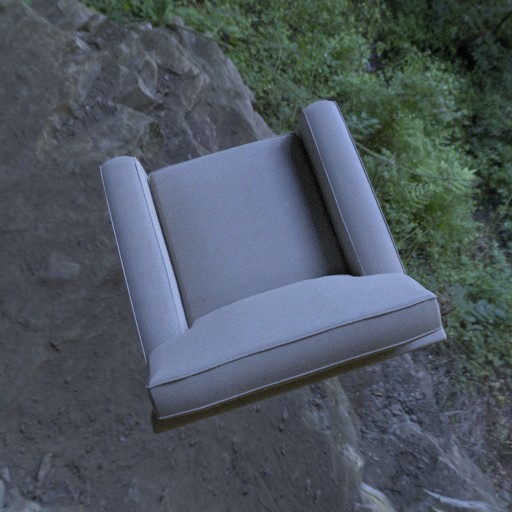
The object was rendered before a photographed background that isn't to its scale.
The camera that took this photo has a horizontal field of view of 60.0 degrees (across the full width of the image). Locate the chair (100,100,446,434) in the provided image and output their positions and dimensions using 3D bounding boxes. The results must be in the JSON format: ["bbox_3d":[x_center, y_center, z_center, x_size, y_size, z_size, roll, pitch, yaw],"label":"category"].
[{"bbox_3d":[0.000,0.000,1.798,0.998,0.913,1.043,-17,77,-4],"label":"chair"}]
